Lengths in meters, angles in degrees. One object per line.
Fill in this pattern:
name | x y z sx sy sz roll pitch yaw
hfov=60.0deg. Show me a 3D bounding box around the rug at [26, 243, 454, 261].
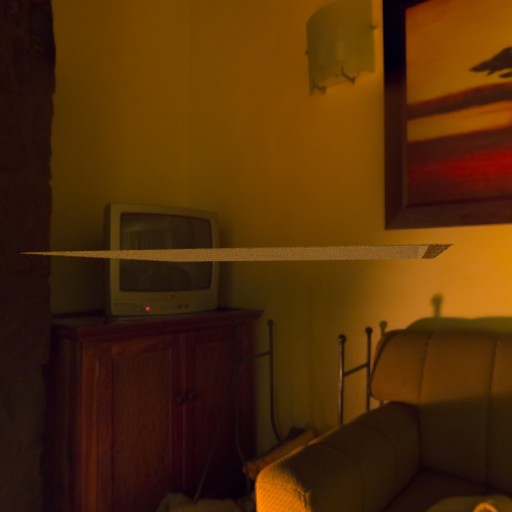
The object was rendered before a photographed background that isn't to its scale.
rug | 0.000 0.000 3.428 2.651 0.010 1.971 -1 -2 19
